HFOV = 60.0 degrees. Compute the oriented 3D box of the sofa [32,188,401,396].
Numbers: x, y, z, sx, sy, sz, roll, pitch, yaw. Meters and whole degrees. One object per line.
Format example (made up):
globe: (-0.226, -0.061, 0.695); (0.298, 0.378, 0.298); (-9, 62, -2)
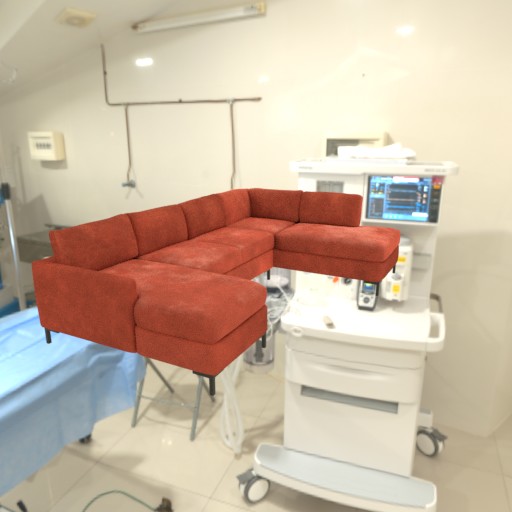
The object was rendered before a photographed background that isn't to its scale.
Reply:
sofa: (0.000, 0.000, 3.909); (1.981, 0.858, 2.971); (8, 18, 27)
